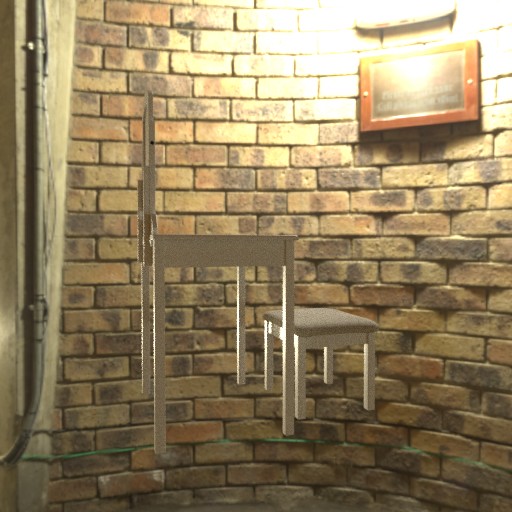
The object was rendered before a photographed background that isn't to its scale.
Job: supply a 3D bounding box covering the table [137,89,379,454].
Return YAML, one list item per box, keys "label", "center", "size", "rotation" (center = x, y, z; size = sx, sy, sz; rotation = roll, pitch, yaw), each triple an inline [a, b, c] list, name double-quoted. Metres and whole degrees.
- label: "table"
  center: [0.000, 0.000, 2.400]
  size: [1.211, 1.631, 0.876]
  rotation: [0, 1, -18]
